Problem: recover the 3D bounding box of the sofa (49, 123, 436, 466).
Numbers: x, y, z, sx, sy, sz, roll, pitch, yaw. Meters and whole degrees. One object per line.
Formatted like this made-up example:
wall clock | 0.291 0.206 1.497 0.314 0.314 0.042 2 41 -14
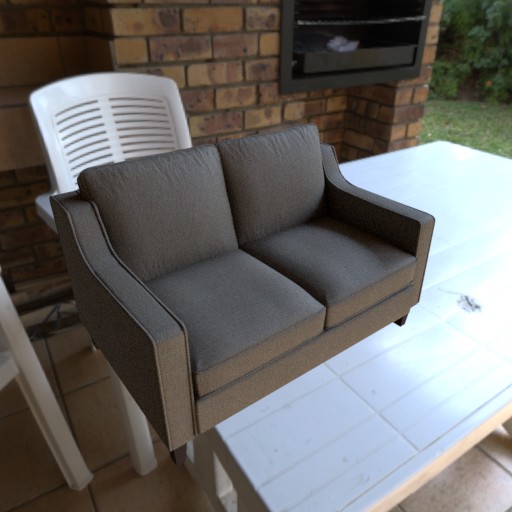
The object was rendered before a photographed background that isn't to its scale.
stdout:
sofa | 0.000 0.000 2.127 1.503 0.981 0.985 -21 36 -32
